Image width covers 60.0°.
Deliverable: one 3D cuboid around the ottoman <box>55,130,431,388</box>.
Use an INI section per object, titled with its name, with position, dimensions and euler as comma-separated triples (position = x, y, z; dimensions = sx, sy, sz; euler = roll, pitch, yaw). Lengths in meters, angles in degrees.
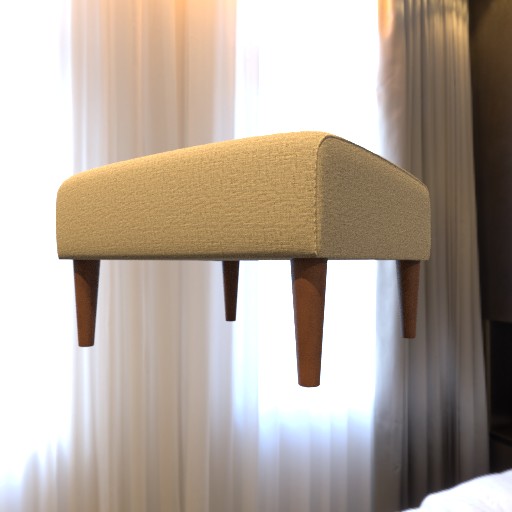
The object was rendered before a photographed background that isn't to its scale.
[ottoman]
position = 0.000, 0.000, 1.036
dimensions = 0.650, 0.398, 0.649
euler = -1, -1, 35
